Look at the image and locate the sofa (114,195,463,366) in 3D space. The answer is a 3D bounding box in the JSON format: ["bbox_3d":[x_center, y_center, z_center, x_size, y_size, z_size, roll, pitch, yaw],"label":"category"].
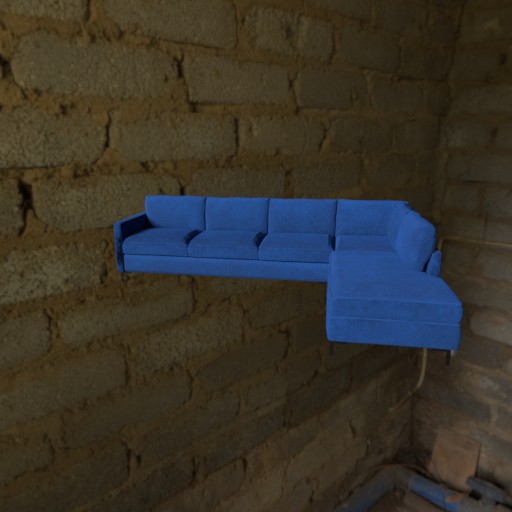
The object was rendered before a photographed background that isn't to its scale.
[{"bbox_3d":[0.000,0.000,3.283,2.486,0.687,1.707,3,15,10],"label":"sofa"}]
